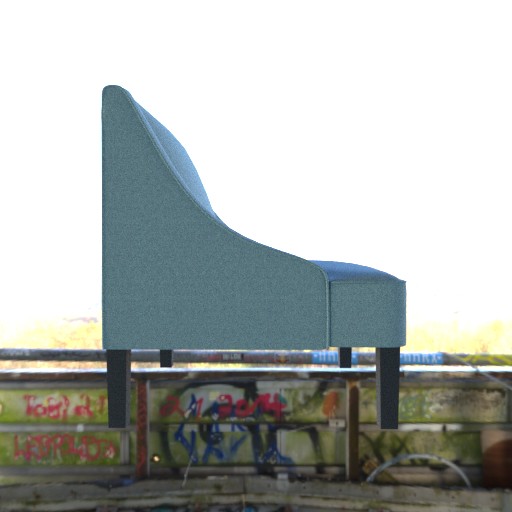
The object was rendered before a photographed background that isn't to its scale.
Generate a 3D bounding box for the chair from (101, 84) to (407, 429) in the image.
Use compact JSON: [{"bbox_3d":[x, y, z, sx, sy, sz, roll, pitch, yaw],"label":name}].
[{"bbox_3d":[0.000,0.000,1.865,1.025,1.133,0.857,0,1,1],"label":"chair"}]
